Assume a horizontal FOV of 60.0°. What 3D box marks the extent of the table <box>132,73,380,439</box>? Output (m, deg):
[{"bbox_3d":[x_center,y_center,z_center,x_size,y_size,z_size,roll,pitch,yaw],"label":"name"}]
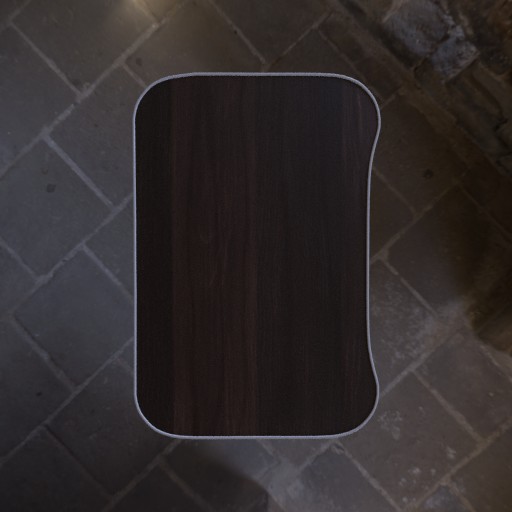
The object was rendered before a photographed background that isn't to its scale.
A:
[{"bbox_3d":[0.000,0.000,0.835,0.400,0.232,0.660,0,91,0],"label":"table"}]
